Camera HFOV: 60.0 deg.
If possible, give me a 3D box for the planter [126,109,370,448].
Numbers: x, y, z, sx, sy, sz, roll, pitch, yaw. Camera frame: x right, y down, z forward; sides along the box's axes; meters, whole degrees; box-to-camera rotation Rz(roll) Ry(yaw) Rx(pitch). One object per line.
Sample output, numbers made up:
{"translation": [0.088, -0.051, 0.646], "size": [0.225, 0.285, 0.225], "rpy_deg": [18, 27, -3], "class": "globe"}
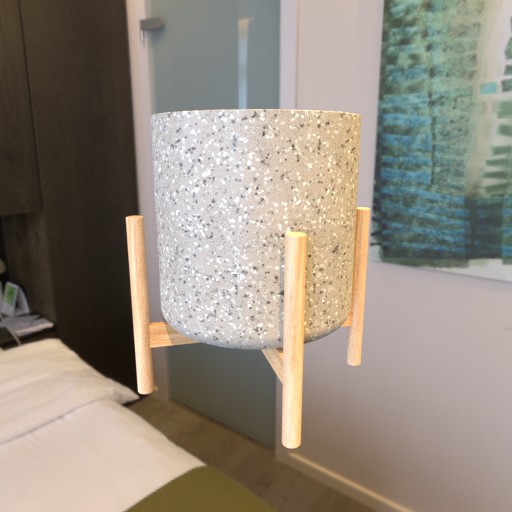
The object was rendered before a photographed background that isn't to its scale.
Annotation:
{"translation": [0.000, 0.000, 0.703], "size": [0.360, 0.419, 0.360], "rpy_deg": [2, 14, 8], "class": "planter"}
